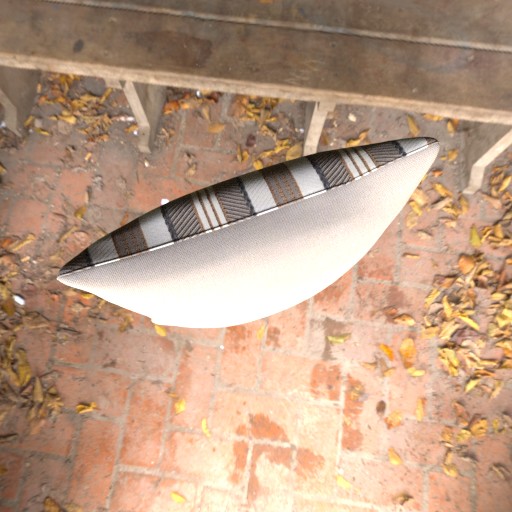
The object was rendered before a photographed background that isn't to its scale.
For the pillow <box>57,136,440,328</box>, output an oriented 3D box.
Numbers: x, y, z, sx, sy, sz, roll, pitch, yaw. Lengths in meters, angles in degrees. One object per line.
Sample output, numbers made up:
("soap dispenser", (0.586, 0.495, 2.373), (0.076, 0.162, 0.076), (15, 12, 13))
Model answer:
("pillow", (0.000, 0.000, 0.639), (0.416, 0.401, 0.173), (-20, 76, -5))
